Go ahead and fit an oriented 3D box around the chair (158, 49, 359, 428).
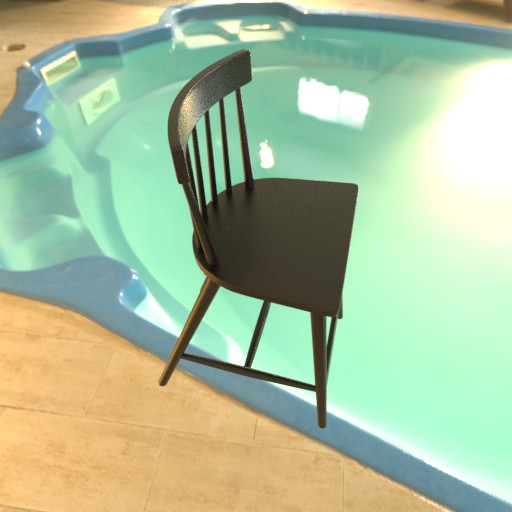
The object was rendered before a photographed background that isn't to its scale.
[{"bbox_3d":[0.000,0.000,1.257,0.572,0.952,0.483,10,46,10],"label":"chair"}]
